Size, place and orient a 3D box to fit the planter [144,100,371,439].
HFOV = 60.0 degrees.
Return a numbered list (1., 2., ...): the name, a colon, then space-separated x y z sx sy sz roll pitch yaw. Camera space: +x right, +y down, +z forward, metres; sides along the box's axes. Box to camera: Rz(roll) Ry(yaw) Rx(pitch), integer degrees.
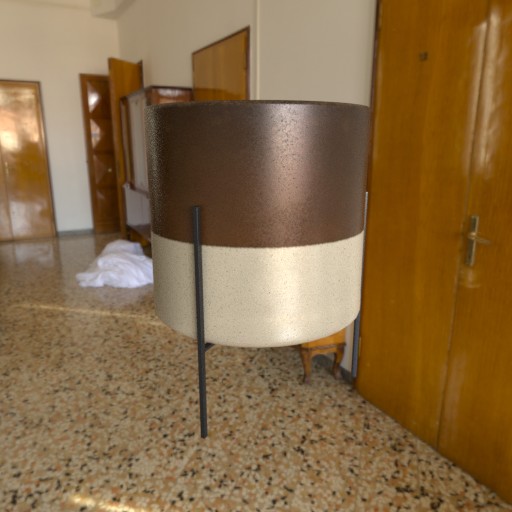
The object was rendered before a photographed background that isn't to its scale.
1. planter: 0.000 0.000 0.738 0.345 0.465 0.354 7 16 25
